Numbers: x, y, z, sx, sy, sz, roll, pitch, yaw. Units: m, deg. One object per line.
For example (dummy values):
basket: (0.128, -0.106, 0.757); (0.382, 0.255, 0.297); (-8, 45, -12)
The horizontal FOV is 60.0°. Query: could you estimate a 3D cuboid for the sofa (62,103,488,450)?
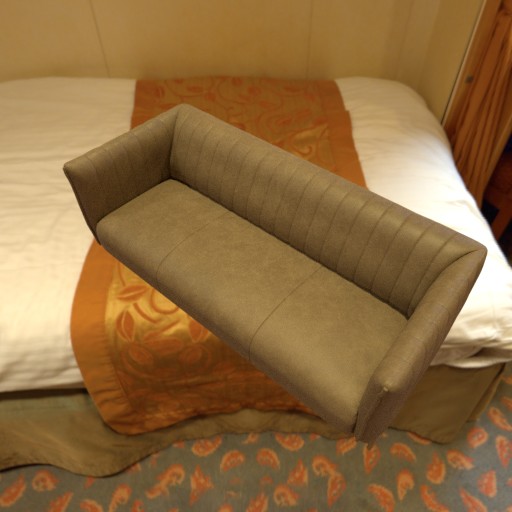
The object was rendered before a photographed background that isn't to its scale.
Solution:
sofa: (0.000, 0.000, 2.357); (1.980, 0.779, 0.876); (32, 55, 26)
